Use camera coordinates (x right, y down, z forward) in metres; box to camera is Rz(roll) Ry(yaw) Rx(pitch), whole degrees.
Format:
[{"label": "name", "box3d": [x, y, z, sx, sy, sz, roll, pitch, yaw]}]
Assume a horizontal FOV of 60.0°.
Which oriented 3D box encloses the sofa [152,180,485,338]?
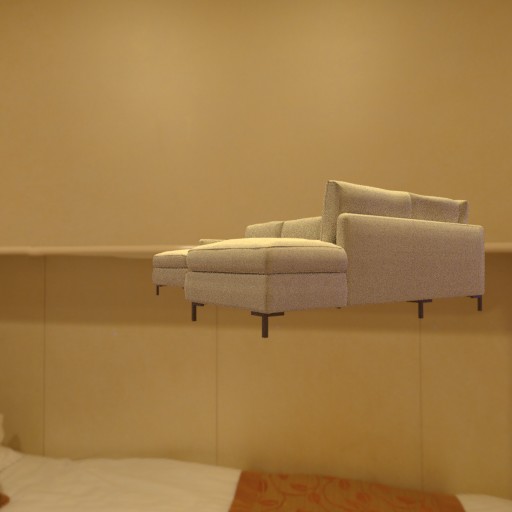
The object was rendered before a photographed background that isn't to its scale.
[{"label": "sofa", "box3d": [0.000, 0.000, 3.513, 1.879, 0.756, 2.737, 1, -1, -36]}]
